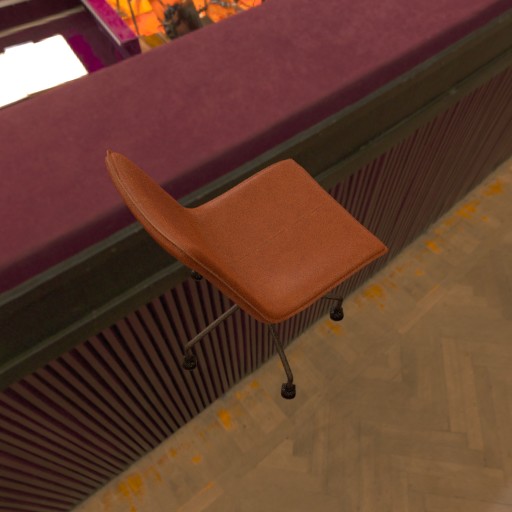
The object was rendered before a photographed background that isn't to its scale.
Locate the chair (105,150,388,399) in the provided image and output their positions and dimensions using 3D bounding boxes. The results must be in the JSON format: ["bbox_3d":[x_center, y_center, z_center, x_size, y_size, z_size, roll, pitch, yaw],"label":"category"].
[{"bbox_3d":[0.000,0.000,1.337,0.660,0.920,0.651,-32,63,-19],"label":"chair"}]
